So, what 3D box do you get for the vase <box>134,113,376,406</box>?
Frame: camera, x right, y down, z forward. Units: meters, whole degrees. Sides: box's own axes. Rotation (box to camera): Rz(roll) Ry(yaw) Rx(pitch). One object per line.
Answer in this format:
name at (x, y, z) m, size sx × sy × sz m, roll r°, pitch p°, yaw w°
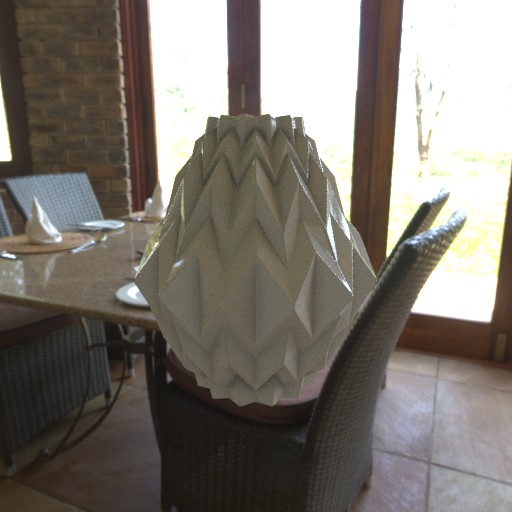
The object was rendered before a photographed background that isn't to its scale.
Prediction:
vase at (0.000, 0.000, 0.309) m, size 0.164 × 0.185 × 0.164 m, roll 0°, pitch 13°, yaw 0°
